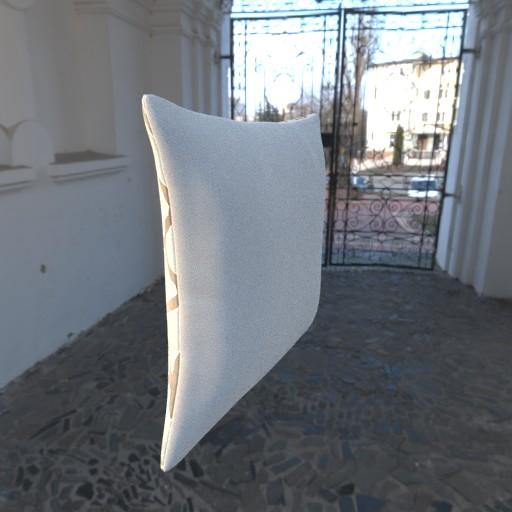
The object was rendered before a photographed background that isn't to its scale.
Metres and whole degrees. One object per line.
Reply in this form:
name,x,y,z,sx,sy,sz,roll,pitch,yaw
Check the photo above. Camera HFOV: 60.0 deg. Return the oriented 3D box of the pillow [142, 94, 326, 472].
pillow,0.000,0.000,0.794,0.166,0.508,0.552,8,17,27
